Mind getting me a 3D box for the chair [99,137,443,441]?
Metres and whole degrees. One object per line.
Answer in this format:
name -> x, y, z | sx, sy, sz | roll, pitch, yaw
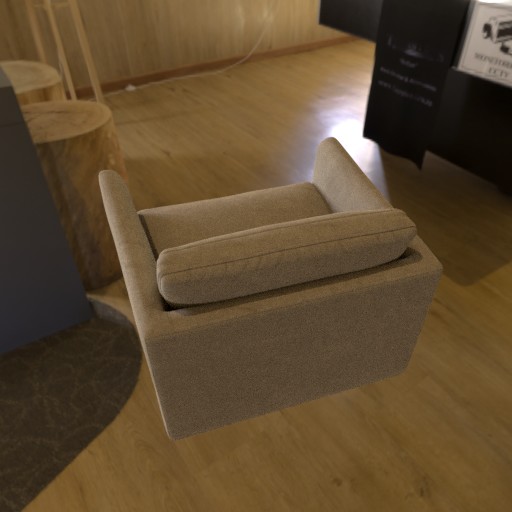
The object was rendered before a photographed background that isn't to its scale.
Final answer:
chair -> 0.000, 0.000, 1.950 | 1.190, 0.845, 1.091 | -12, 42, -13
